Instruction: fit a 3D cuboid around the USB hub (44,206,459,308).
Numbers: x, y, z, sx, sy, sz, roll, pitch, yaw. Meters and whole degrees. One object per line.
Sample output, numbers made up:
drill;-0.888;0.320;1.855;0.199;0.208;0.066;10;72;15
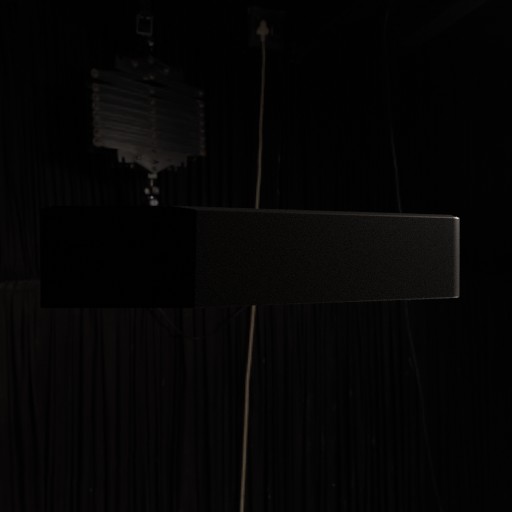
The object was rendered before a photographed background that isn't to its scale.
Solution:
USB hub;0.000;0.000;0.128;0.110;0.023;0.044;0;0;-18
